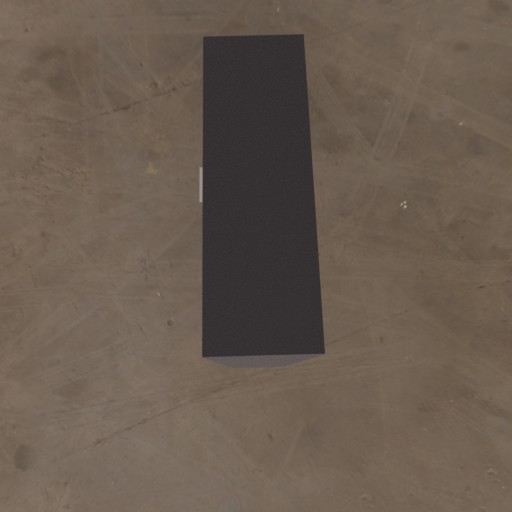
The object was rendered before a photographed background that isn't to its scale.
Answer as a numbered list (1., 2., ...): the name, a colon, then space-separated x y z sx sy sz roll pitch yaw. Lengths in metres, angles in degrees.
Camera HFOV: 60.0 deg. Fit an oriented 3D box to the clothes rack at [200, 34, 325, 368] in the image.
1. clothes rack: 0.000 0.000 1.581 0.250 1.280 0.750 -2 75 0
